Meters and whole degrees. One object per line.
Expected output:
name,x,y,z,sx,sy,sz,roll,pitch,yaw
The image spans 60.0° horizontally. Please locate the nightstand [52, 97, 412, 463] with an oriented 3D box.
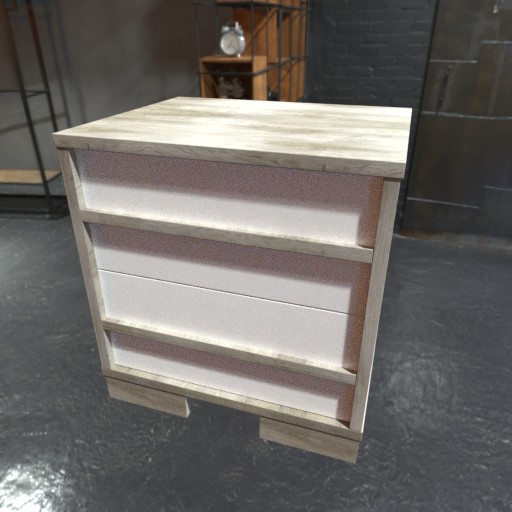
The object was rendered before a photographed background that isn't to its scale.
nightstand,0.000,0.000,0.747,0.427,0.448,0.347,9,29,16
